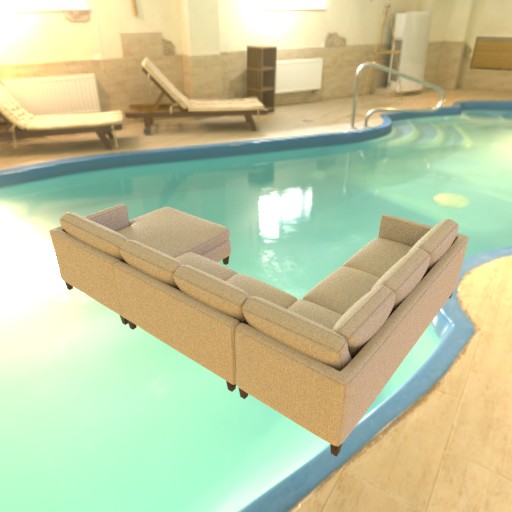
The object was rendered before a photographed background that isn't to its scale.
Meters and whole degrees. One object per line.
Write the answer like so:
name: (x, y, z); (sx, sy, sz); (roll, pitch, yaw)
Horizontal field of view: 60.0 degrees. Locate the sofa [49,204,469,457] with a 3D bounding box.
sofa: (0.000, 0.000, 4.528); (3.403, 0.889, 2.551); (21, 36, 33)
